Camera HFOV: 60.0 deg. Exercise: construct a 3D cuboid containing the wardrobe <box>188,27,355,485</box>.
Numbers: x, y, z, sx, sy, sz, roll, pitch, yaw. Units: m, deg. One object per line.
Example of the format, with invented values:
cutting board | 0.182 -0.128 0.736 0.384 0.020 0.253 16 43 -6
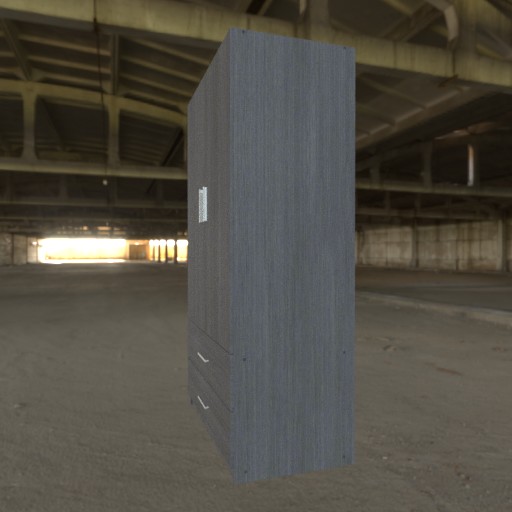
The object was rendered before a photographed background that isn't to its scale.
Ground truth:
wardrobe | 0.000 0.000 2.303 0.577 1.808 0.991 0 1 -18
